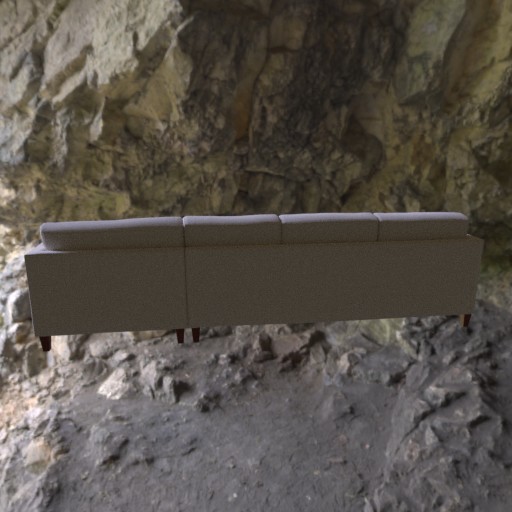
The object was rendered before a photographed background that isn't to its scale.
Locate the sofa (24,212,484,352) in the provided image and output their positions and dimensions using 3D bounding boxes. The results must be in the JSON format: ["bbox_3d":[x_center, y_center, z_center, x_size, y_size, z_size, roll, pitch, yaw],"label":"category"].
[{"bbox_3d":[0.000,0.000,4.087,3.471,0.954,1.599,-2,15,-8],"label":"sofa"}]
